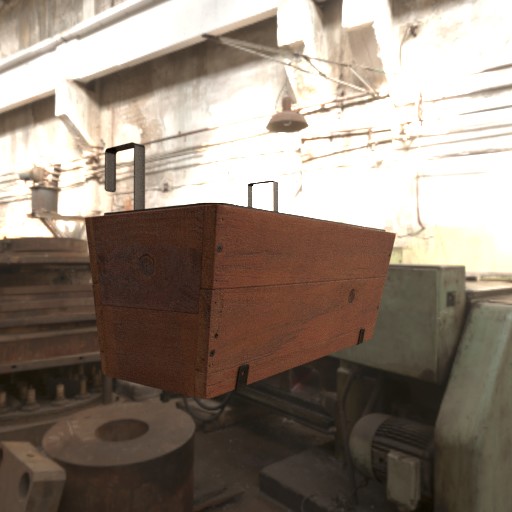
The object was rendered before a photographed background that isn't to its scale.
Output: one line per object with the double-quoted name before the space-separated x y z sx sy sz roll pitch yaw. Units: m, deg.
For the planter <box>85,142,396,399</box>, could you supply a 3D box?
"planter" 0.000 0.000 0.660 0.262 0.289 0.480 -1 -1 36
